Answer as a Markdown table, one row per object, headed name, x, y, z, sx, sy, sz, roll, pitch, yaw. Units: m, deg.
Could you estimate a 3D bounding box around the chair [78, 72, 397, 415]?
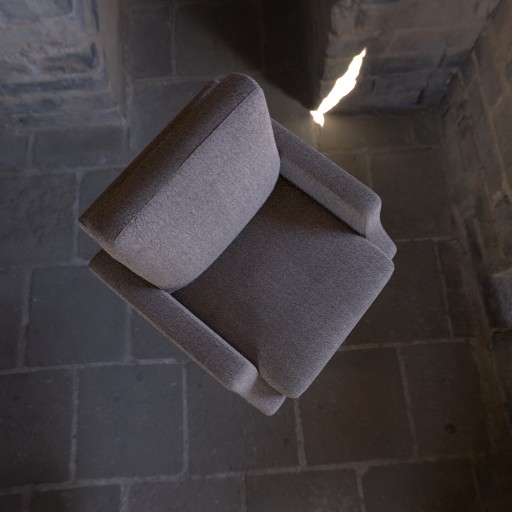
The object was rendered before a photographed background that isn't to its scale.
| name | x | y | z | sx | sy | sz | roll | pitch | yaw |
| --- | --- | --- | --- | --- | --- | --- | --- | --- | --- |
| chair | 0.000 | 0.000 | 1.665 | 0.897 | 0.993 | 0.855 | 38 | 79 | 9 |
